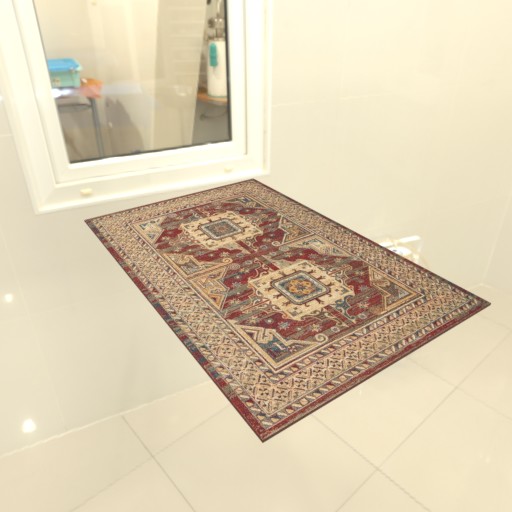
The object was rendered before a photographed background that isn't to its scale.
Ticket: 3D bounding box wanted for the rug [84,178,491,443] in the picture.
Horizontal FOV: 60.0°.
[{"bbox_3d":[0.000,0.000,5.685,3.033,0.033,4.578,-19,36,-29],"label":"rug"}]
